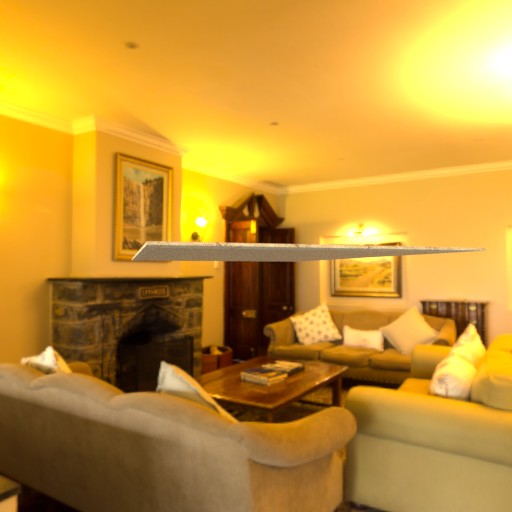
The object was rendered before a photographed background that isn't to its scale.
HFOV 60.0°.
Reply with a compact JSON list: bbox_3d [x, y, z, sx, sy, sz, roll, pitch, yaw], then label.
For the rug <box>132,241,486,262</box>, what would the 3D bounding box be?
[{"bbox_3d":[0.000,0.000,2.923,1.528,0.014,2.292,1,-2,-17],"label":"rug"}]
